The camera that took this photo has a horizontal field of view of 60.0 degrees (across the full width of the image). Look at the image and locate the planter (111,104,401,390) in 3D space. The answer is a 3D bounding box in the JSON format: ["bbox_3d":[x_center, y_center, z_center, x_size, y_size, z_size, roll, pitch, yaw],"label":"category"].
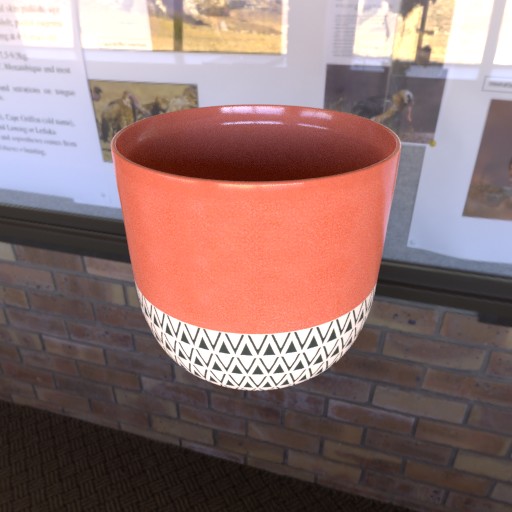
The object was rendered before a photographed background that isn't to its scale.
[{"bbox_3d":[0.000,0.000,0.488,0.266,0.270,0.266,0,30,0],"label":"planter"}]
